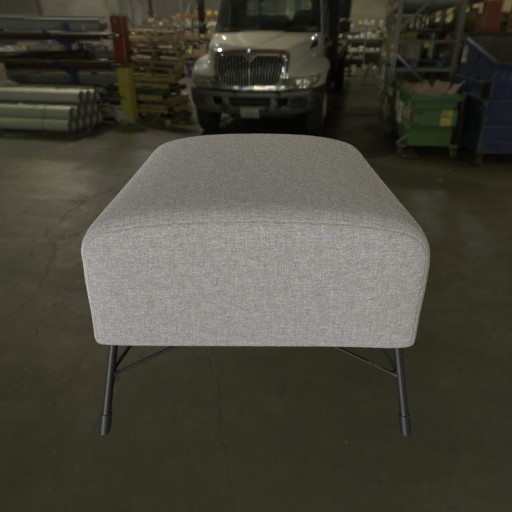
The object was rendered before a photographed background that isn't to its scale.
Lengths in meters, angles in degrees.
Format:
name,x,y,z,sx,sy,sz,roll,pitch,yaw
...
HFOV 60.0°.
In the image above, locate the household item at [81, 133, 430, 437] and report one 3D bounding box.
name,x,y,z,sx,sy,sz,roll,pitch,yaw
household item,0.000,0.000,0.889,0.530,0.410,0.530,0,27,0
